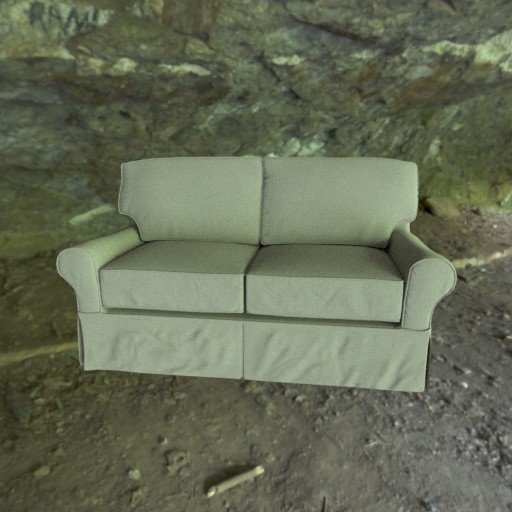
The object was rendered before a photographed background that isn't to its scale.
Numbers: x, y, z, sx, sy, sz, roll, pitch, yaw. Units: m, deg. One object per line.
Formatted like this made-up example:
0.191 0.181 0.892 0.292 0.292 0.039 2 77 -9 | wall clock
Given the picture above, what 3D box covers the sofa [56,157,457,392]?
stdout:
0.000 0.000 2.358 1.823 1.024 0.841 2 13 8 | sofa
